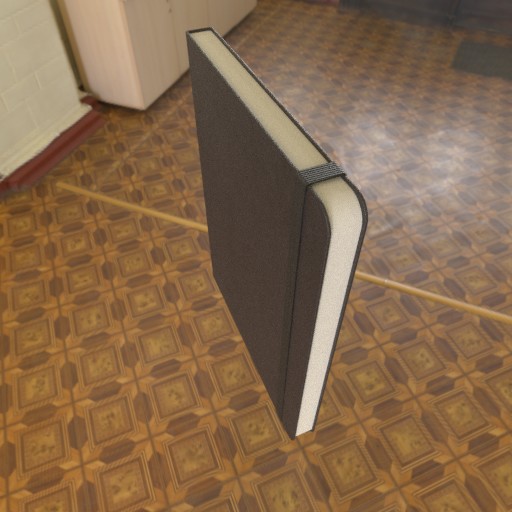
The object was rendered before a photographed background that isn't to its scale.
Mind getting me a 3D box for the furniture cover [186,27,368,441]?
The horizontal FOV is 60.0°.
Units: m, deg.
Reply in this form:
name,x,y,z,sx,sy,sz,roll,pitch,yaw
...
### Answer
name,x,y,z,sx,sy,sz,roll,pitch,yaw
furniture cover,0.000,0.000,0.364,0.023,0.281,0.216,-18,50,-15
